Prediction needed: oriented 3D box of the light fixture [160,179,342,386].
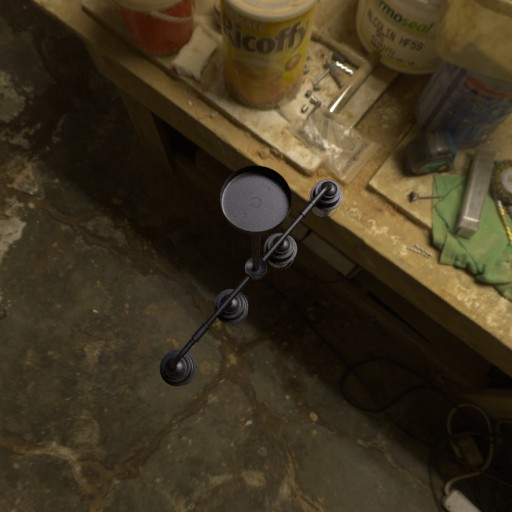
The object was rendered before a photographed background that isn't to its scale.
[{"bbox_3d":[0.000,0.000,1.192,0.131,0.785,0.852,39,78,10],"label":"light fixture"}]
